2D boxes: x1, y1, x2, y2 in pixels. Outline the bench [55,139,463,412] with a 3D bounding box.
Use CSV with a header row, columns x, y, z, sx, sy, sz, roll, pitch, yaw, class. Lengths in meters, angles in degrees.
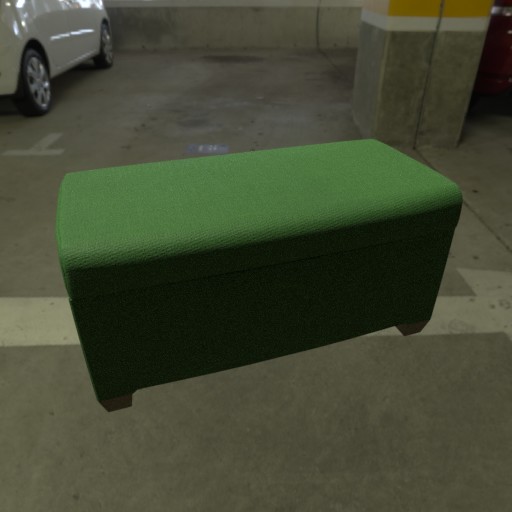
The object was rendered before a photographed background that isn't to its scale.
x,y,z,sx,sy,sz,roll,pitch,yaw,class
0.000,0.000,1.281,0.989,0.501,0.505,-10,33,-16,bench
